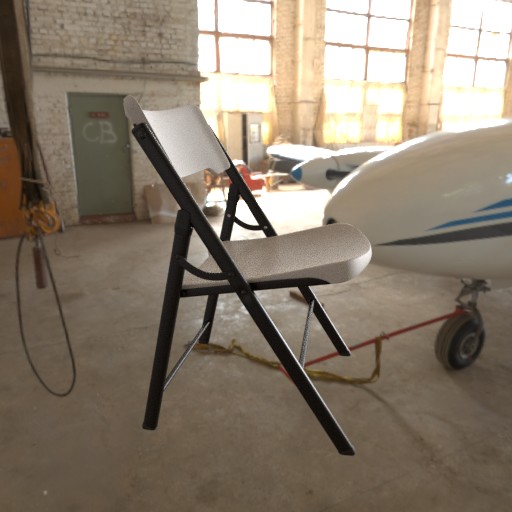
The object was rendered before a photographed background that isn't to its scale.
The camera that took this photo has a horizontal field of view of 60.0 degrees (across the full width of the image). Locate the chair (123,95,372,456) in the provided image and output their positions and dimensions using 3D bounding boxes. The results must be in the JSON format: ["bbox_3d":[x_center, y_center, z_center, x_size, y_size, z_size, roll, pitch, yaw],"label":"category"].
[{"bbox_3d":[0.000,0.000,1.147,0.577,0.765,0.482,3,16,10],"label":"chair"}]
